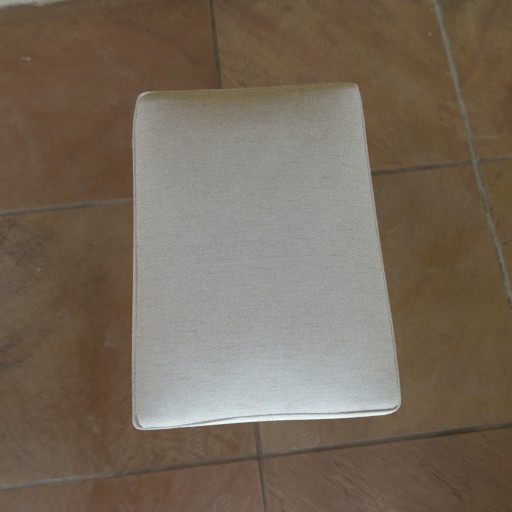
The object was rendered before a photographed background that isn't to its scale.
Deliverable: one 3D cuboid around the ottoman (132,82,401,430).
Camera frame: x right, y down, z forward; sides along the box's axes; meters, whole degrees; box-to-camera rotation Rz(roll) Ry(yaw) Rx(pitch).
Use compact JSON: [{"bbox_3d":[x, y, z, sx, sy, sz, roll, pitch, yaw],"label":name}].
[{"bbox_3d":[0.000,0.000,0.966,0.501,0.406,0.665,-3,76,-1],"label":"ottoman"}]
